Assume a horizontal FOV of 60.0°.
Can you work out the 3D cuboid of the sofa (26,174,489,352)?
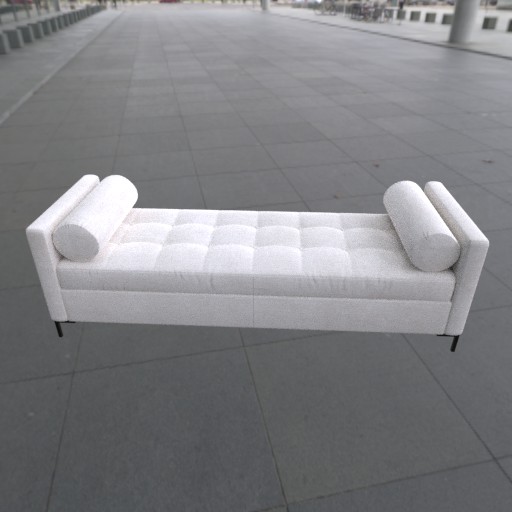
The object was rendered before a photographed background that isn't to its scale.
[{"bbox_3d":[0.000,0.000,2.317,1.981,0.635,0.686,2,31,3],"label":"sofa"}]
